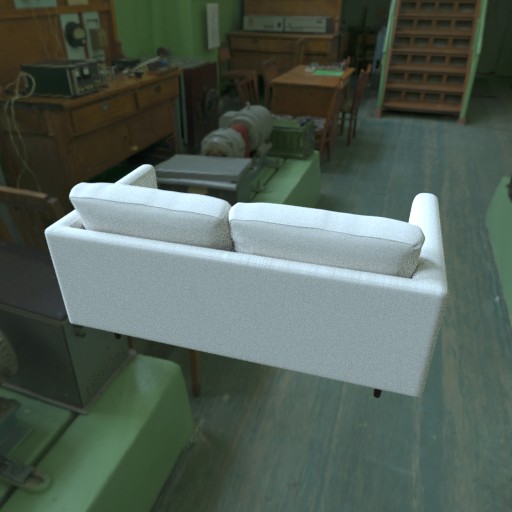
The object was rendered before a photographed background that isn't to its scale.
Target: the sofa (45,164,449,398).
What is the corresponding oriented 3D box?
[{"bbox_3d":[0.000,0.000,2.266,1.713,0.893,0.940,9,33,14],"label":"sofa"}]
